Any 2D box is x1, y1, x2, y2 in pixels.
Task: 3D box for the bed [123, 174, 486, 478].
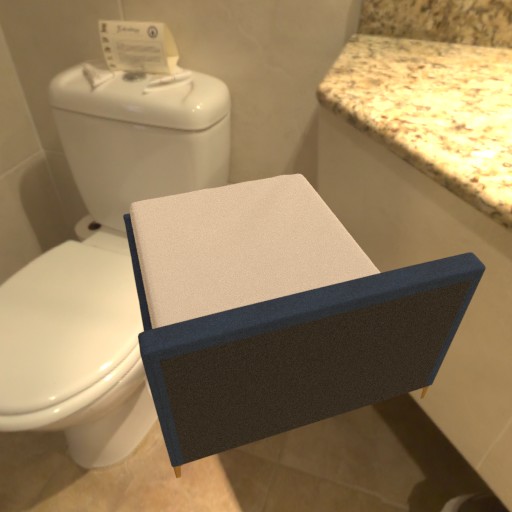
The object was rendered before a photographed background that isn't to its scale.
[{"bbox_3d":[0.000,0.000,3.152,1.723,1.231,2.172,-12,42,-14],"label":"bed"}]
